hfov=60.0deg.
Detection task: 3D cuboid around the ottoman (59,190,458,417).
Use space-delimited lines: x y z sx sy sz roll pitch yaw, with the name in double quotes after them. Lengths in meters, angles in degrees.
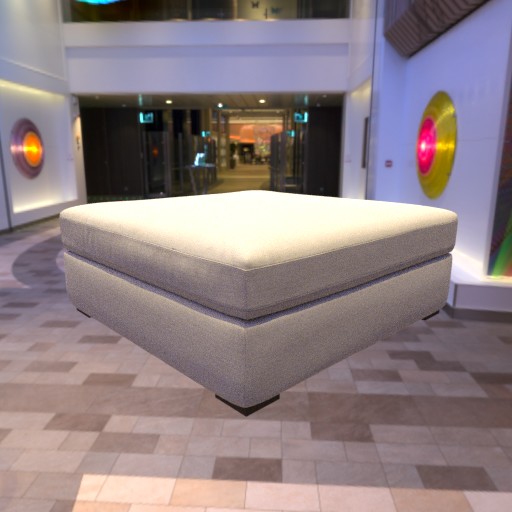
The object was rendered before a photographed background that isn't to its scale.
0.000 0.000 1.799 1.167 0.482 1.163 -12 18 -42 "ottoman"
